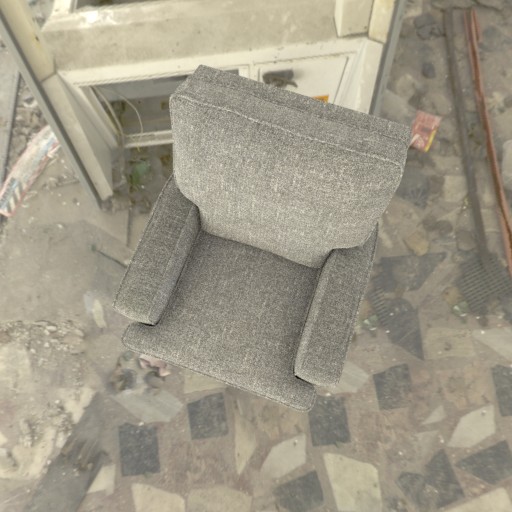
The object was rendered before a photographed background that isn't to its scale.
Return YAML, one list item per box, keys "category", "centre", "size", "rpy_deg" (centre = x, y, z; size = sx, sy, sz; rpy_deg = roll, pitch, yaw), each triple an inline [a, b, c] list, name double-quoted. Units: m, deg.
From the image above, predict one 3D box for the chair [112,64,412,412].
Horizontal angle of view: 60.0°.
- category: "chair"
  centre: [0.000, 0.000, 1.683]
  size: [0.861, 0.962, 0.964]
  rpy_deg: [19, 76, 5]
